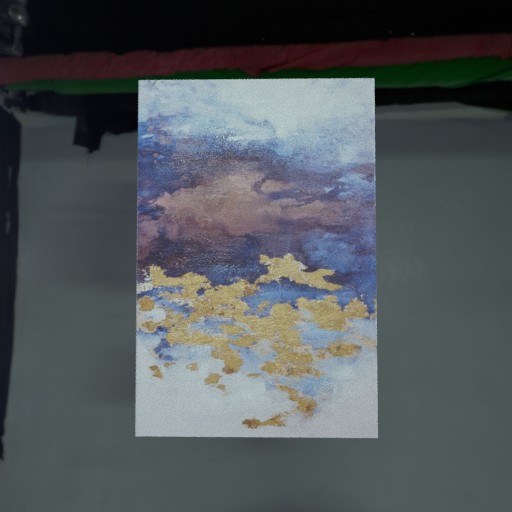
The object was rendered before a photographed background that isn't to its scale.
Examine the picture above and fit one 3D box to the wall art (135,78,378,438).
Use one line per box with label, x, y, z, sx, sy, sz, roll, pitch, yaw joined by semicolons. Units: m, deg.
wall art;0.000;0.000;1.104;0.583;0.874;0.048;0;-2;1
